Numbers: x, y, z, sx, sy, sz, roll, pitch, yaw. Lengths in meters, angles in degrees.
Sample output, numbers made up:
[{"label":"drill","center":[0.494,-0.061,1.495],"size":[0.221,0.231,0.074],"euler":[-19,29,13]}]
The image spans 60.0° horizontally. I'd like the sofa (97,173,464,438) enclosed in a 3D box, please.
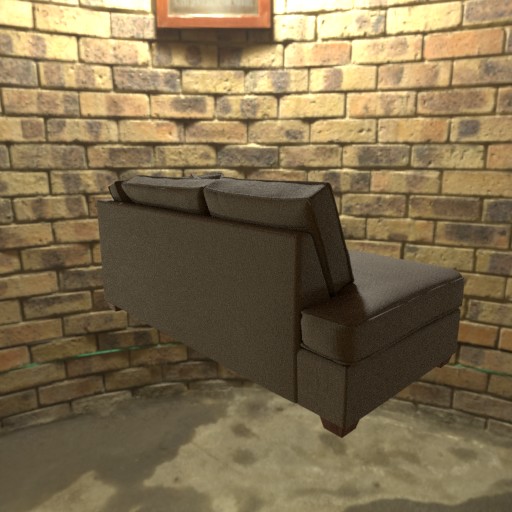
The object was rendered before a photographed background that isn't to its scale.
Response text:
[{"label":"sofa","center":[0.000,0.000,2.812],"size":[1.110,1.033,2.237],"euler":[-12,17,-41]}]
